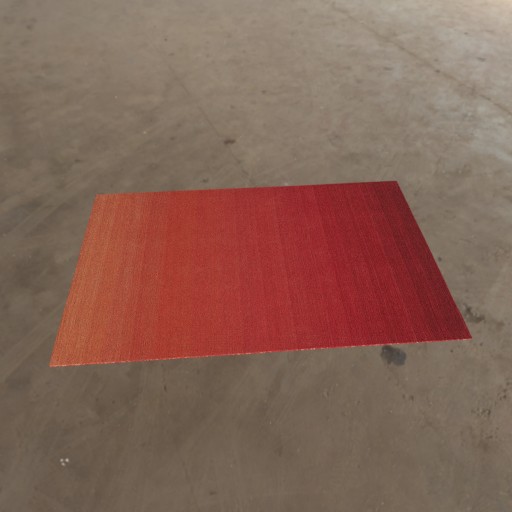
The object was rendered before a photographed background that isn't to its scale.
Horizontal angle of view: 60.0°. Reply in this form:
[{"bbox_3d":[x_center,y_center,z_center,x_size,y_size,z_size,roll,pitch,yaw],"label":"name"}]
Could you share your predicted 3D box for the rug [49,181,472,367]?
[{"bbox_3d":[0.000,0.000,3.065,2.442,0.010,1.531,-3,47,-3],"label":"rug"}]
